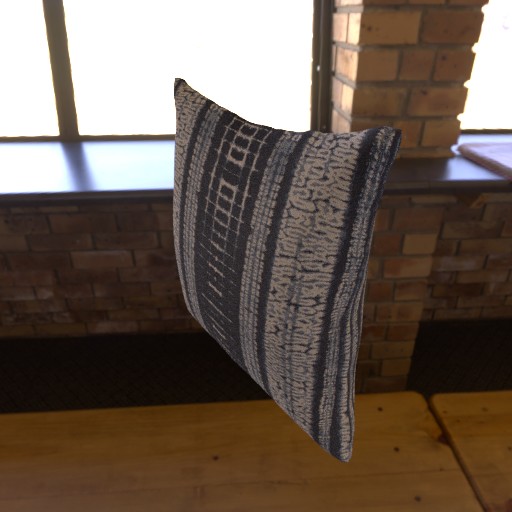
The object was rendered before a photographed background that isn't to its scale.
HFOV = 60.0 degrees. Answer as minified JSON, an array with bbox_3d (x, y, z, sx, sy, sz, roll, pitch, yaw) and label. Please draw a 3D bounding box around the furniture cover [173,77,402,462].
[{"bbox_3d":[0.000,0.000,0.629,0.133,0.435,0.425,-19,34,-31],"label":"furniture cover"}]
